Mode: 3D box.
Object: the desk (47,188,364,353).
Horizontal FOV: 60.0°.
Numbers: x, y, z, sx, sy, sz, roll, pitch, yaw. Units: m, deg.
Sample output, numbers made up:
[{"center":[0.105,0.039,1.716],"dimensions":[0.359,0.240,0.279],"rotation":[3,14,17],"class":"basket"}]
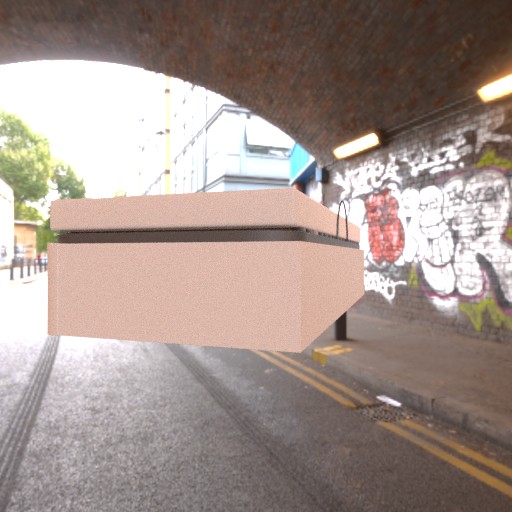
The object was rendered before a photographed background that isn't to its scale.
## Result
[{"center":[0.000,0.000,2.241],"dimensions":[0.900,0.526,1.900],"rotation":[0,0,19],"class":"desk"}]
